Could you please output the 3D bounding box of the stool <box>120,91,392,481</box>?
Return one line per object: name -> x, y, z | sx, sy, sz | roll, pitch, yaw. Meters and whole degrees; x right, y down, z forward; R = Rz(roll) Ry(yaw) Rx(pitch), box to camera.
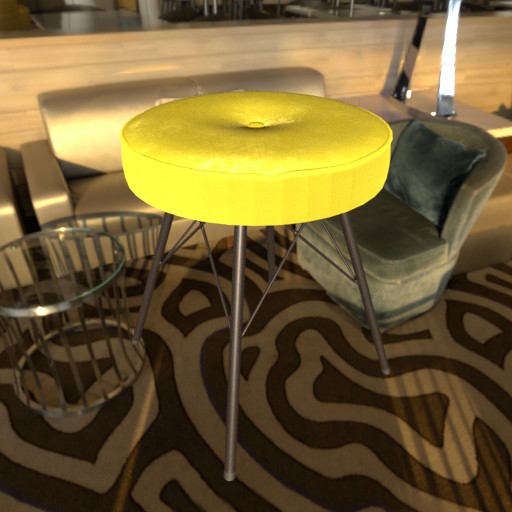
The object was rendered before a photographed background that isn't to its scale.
stool -> 0.000, 0.000, 0.809 | 0.409, 0.508, 0.409 | -21, 39, -29
